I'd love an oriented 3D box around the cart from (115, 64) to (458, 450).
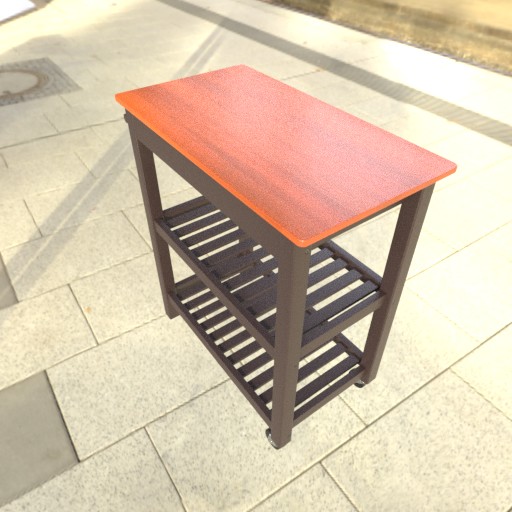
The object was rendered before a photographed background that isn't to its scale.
[{"bbox_3d":[0.000,0.000,1.451,0.457,0.927,0.899,-26,47,-26],"label":"cart"}]
